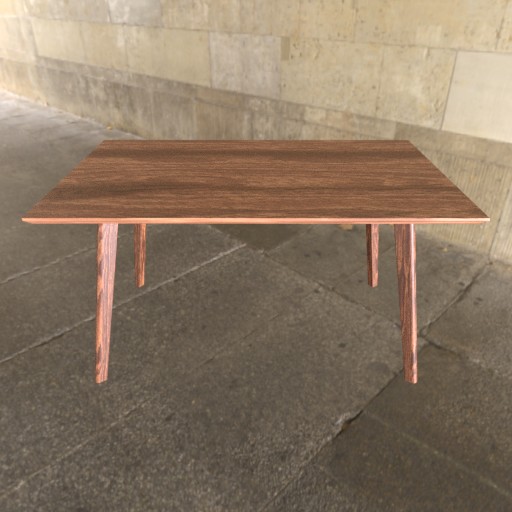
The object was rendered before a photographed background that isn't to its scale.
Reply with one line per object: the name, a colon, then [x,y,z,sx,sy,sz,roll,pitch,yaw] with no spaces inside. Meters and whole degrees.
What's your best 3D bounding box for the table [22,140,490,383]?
table: [0.000,0.000,1.804,1.349,0.724,0.801,0,30,0]
